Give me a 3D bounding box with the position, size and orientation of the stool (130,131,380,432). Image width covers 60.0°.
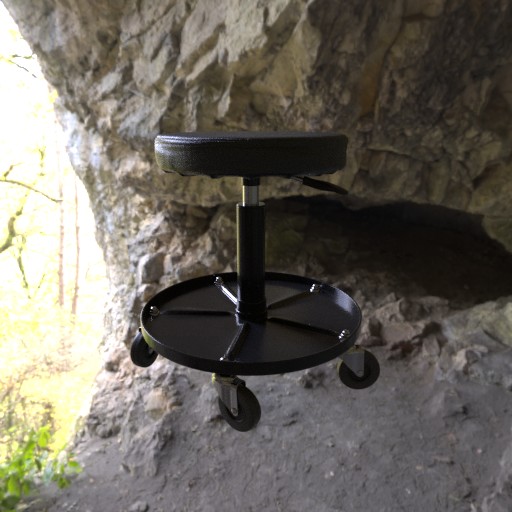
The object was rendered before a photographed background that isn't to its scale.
[{"bbox_3d":[0.000,0.000,0.684,0.382,0.365,0.381,2,17,7],"label":"stool"}]
